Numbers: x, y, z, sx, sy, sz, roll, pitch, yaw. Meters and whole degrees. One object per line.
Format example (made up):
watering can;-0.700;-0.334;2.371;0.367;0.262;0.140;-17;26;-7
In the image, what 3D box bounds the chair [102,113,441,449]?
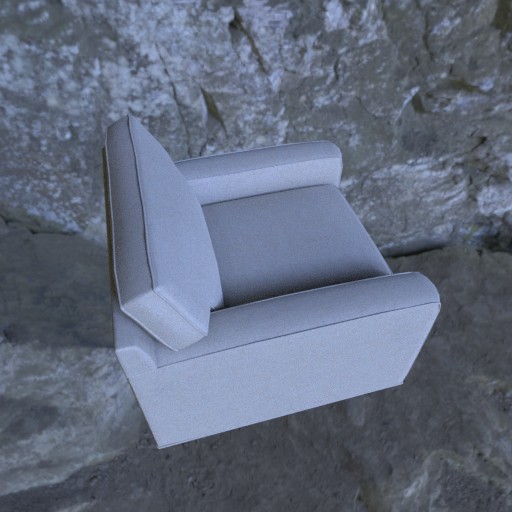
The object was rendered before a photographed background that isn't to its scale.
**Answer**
chair;0.000;0.000;1.786;1.043;0.913;0.998;-11;48;-10
